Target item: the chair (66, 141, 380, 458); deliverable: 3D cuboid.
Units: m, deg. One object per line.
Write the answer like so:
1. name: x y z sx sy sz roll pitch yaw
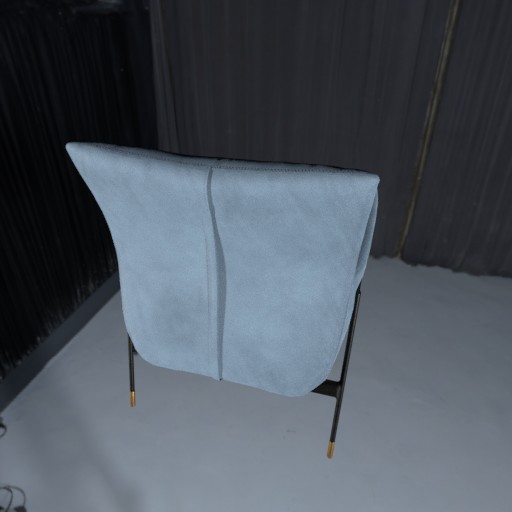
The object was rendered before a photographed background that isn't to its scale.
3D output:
1. chair: 0.000 0.000 1.377 0.678 0.858 0.709 9 33 14
